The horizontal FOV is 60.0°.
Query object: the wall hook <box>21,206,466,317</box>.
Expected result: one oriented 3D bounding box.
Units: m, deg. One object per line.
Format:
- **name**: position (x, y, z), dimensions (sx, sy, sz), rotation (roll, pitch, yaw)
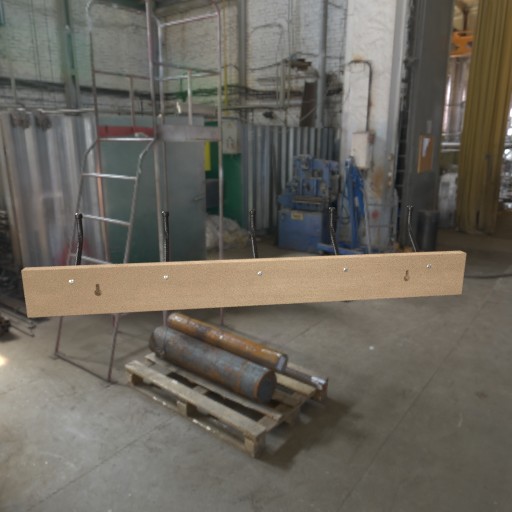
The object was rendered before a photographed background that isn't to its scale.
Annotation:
- **wall hook**: position (0.000, 0.000, 0.599), dimensions (0.571, 0.117, 0.071), rotation (-2, 15, -8)
